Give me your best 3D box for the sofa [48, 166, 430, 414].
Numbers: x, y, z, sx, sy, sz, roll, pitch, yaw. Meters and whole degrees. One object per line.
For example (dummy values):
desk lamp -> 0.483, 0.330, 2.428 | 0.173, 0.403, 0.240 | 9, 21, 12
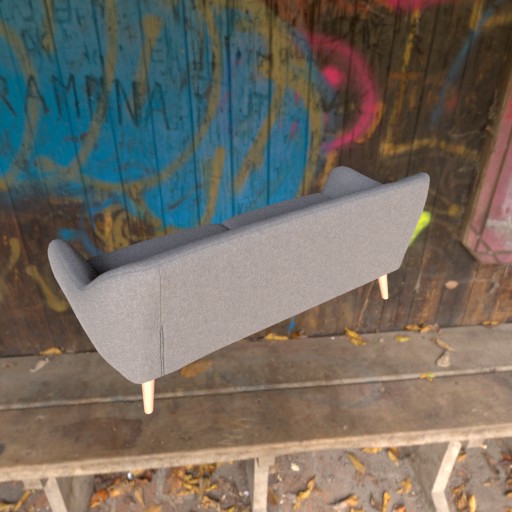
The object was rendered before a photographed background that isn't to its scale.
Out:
sofa -> 0.000, 0.000, 2.278 | 1.840, 0.820, 0.820 | -19, 36, -29
